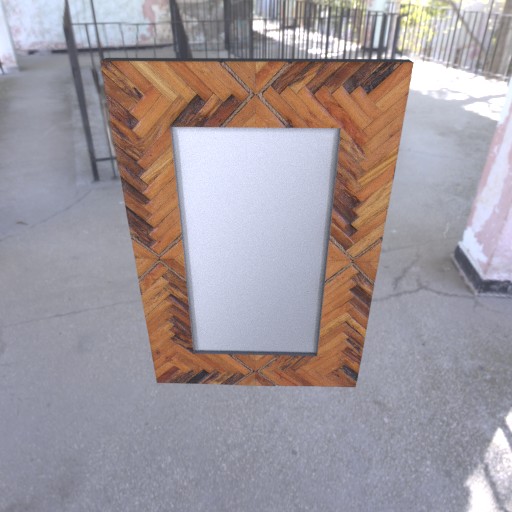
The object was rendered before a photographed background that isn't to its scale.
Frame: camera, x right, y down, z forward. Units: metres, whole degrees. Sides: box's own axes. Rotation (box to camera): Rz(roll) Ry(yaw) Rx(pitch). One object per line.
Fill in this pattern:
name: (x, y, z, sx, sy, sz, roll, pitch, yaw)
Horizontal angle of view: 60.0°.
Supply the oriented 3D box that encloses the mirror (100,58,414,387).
mirror: (0.000, 0.000, 1.115, 0.606, 0.912, 0.044, 1, 33, 1)
